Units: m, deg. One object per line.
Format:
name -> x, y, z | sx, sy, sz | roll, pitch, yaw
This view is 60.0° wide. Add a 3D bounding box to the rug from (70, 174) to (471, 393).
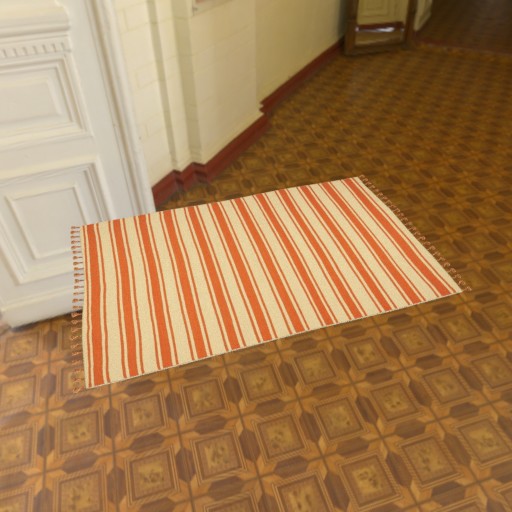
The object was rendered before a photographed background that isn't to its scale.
rug -> 0.000, 0.000, 2.609 | 2.092, 0.017, 1.232 | -12, 43, -13
